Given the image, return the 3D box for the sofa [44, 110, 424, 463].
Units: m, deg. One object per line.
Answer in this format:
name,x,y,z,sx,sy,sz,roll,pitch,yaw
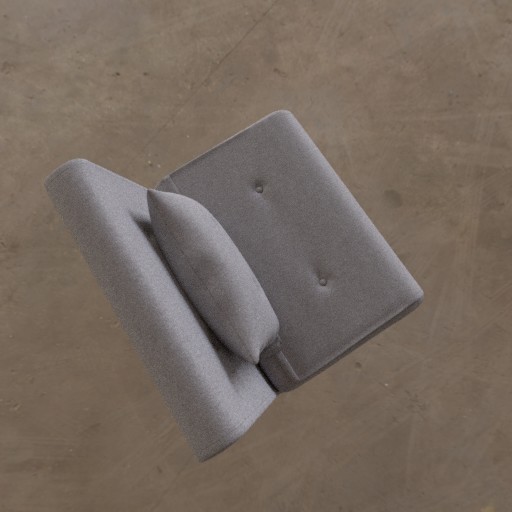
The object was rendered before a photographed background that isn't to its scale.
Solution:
sofa,0.000,0.000,1.739,1.000,0.825,1.020,-32,78,-7
